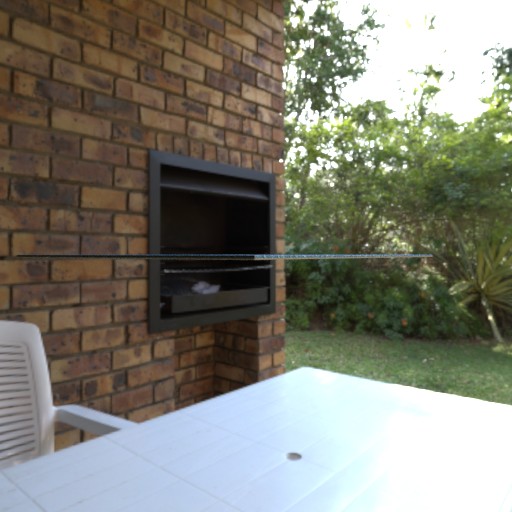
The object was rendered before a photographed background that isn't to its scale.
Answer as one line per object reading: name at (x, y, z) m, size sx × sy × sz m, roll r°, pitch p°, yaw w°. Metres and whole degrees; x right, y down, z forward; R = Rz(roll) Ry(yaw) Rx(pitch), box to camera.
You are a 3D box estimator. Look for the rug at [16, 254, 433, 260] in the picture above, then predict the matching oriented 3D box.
rug at (0.000, 0.000, 2.730) m, size 1.543 × 0.015 × 2.144 m, roll 0°, pitch 0°, yaw 36°
